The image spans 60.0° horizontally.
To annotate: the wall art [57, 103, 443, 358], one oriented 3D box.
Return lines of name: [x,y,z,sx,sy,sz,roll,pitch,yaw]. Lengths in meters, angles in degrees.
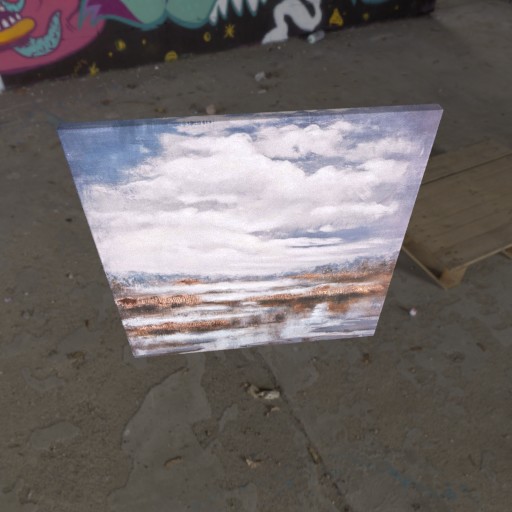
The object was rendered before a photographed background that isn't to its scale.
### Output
wall art: [0.000,0.000,1.333,0.888,0.897,0.035,-4,44,-5]
